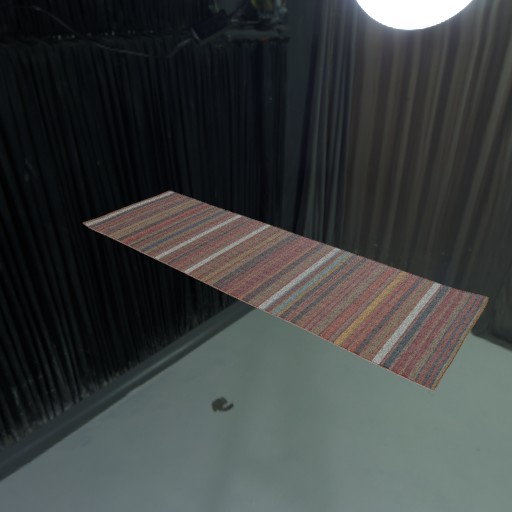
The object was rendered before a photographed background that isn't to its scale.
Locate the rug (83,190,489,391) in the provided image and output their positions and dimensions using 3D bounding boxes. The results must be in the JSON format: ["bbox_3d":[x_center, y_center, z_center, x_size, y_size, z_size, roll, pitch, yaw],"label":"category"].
[{"bbox_3d":[0.000,0.000,2.677,2.444,0.030,0.799,22,36,33],"label":"rug"}]
